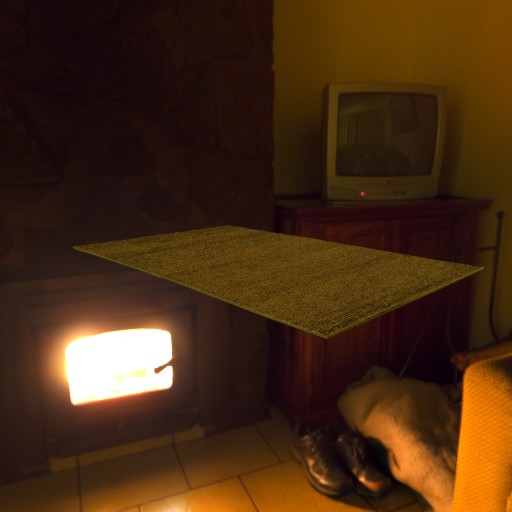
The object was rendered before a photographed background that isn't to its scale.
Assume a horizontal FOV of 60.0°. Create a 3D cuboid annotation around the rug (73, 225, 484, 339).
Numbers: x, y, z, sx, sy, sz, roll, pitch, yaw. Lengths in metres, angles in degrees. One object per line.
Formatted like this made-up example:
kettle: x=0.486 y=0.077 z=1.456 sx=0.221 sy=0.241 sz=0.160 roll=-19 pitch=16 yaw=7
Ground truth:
rug: x=0.000 y=0.000 z=2.228 sx=1.145 sy=0.021 sz=1.777 roll=-12 pitch=17 yaw=-42
